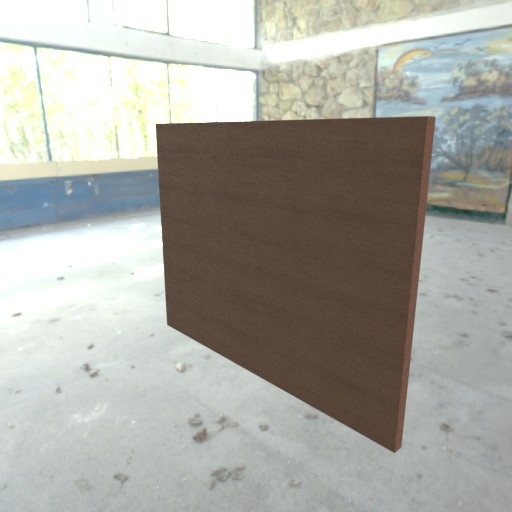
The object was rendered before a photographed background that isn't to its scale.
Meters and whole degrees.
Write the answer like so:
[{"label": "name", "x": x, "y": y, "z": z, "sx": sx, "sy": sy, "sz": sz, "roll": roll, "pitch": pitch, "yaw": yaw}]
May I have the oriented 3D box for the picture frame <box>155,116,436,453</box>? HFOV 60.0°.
[{"label": "picture frame", "x": 0.000, "y": 0.000, "z": 1.746, "sx": 0.045, "sy": 1.018, "sz": 1.329, "roll": -14, "pitch": 21, "yaw": -41}]
